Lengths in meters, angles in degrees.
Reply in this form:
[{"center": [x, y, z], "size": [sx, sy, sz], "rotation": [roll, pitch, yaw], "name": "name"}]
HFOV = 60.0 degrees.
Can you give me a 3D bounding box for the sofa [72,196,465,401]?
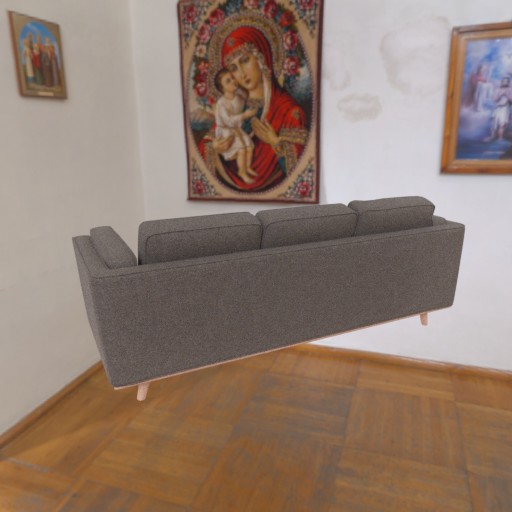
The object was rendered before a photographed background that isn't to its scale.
[{"center": [0.000, 0.000, 3.193], "size": [2.411, 0.929, 1.604], "rotation": [-8, 18, -26], "name": "sofa"}]
